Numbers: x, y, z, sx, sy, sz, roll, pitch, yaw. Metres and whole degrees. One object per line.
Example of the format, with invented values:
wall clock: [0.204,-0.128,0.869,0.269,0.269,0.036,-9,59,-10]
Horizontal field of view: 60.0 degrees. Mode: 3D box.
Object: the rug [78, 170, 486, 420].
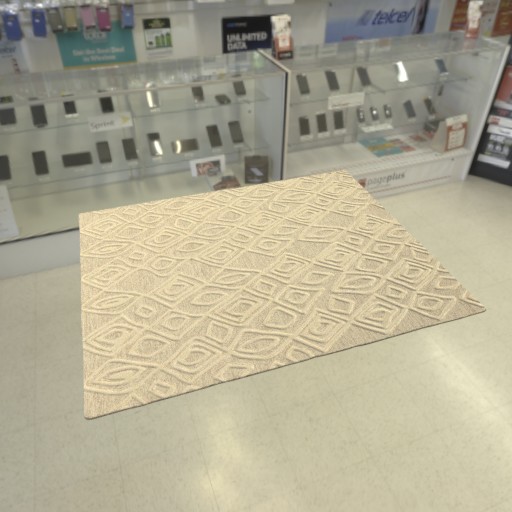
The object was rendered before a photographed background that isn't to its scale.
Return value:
rug: [0.000,0.000,4.025,3.049,0.025,2.449,-12,40,-14]
